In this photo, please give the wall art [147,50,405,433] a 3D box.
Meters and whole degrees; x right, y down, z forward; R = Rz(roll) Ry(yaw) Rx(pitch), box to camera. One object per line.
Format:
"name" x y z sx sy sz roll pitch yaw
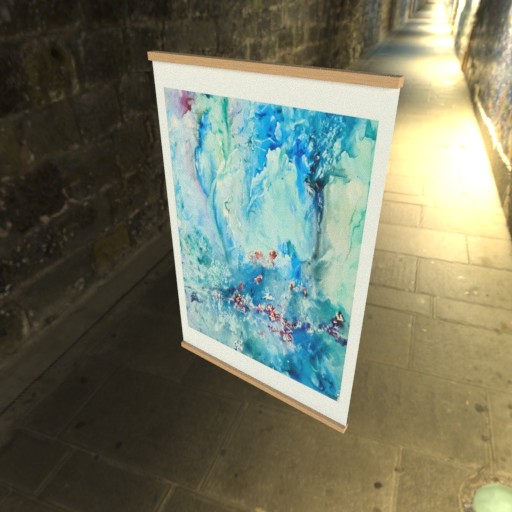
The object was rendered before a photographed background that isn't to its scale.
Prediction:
"wall art" 0.000 0.000 1.260 0.669 1.020 0.027 20 37 29
